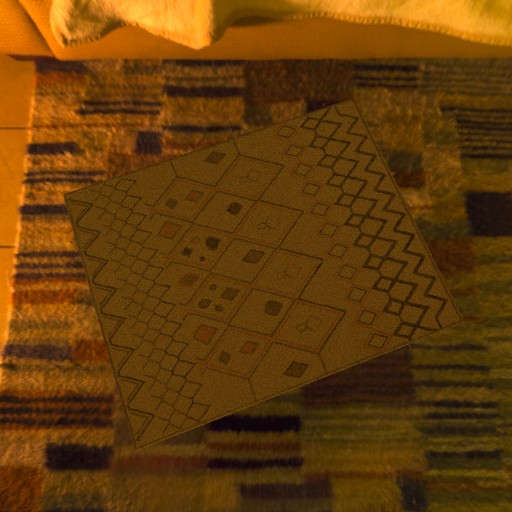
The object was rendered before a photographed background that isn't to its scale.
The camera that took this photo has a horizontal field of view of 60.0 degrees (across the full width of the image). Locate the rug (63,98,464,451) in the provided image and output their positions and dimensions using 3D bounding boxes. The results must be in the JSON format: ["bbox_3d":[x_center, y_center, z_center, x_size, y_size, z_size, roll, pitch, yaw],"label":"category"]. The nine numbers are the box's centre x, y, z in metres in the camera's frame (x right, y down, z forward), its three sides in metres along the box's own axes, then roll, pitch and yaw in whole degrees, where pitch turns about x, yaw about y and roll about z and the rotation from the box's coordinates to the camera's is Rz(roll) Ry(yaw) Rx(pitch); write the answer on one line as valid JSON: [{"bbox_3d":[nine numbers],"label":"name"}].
[{"bbox_3d":[0.000,0.000,4.104,3.050,0.016,2.441,-20,76,-5],"label":"rug"}]
